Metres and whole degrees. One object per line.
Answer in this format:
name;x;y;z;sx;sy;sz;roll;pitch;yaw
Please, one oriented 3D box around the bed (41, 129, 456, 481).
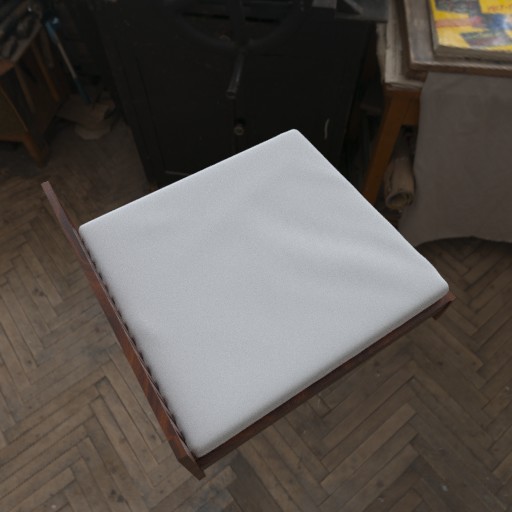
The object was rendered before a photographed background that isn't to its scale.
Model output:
bed;0.000;0.000;3.055;2.030;0.890;1.905;-28;62;-16
